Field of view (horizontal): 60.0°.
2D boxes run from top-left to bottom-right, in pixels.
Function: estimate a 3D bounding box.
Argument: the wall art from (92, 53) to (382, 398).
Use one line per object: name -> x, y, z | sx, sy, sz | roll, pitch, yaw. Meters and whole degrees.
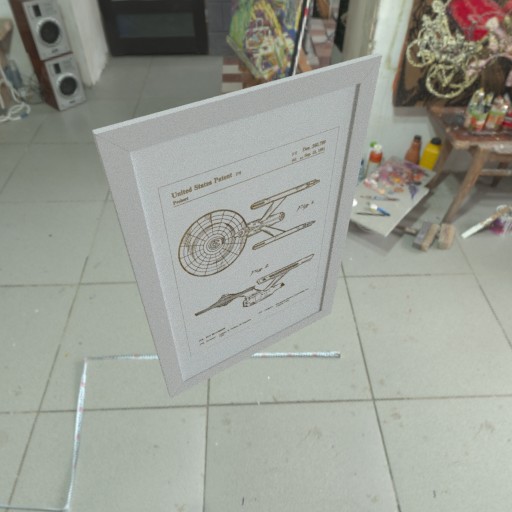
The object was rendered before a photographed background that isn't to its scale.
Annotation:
wall art -> 0.000, 0.000, 0.844 | 0.454, 0.659, 0.011 | -24, 50, -21
